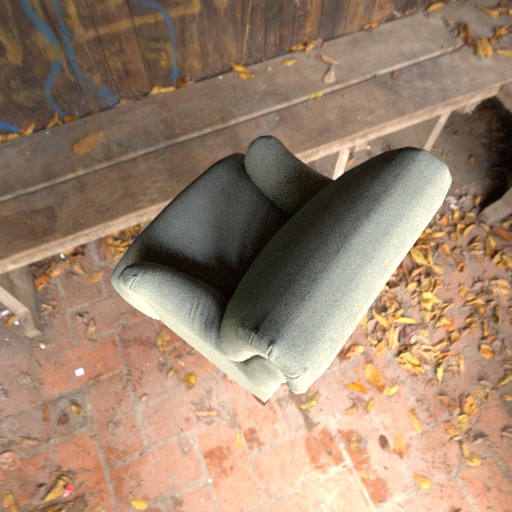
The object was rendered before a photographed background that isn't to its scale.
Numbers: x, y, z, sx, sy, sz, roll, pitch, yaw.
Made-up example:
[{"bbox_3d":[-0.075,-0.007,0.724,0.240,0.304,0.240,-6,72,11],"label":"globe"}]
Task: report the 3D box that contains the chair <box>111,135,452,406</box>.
[{"bbox_3d":[0.000,0.000,1.957,1.060,1.178,0.964,35,68,16],"label":"chair"}]
